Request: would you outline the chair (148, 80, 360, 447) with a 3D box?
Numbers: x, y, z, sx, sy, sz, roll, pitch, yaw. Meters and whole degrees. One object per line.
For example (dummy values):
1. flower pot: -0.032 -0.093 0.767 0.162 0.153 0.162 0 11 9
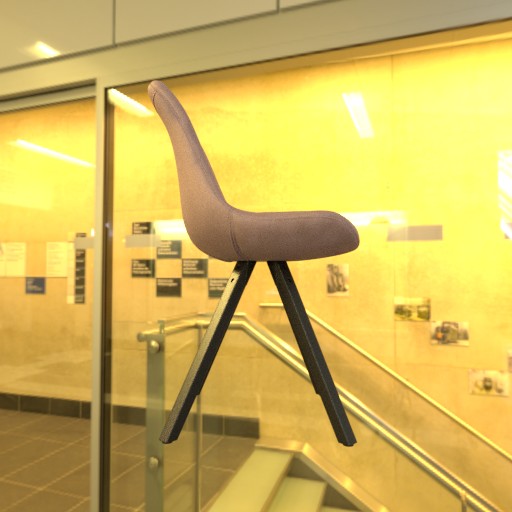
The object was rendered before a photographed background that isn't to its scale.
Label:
1. chair: 0.000 0.000 1.215 0.547 0.865 0.483 0 -2 1
